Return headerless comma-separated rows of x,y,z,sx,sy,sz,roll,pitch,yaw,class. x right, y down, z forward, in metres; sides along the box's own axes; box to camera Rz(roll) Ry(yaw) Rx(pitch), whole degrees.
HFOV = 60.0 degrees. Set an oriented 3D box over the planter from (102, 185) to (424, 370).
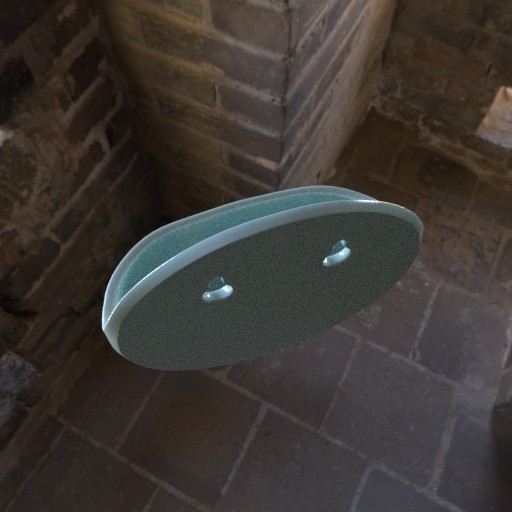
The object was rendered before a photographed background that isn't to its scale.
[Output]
0.000,0.000,0.272,0.189,0.164,0.073,-16,60,-10,planter
